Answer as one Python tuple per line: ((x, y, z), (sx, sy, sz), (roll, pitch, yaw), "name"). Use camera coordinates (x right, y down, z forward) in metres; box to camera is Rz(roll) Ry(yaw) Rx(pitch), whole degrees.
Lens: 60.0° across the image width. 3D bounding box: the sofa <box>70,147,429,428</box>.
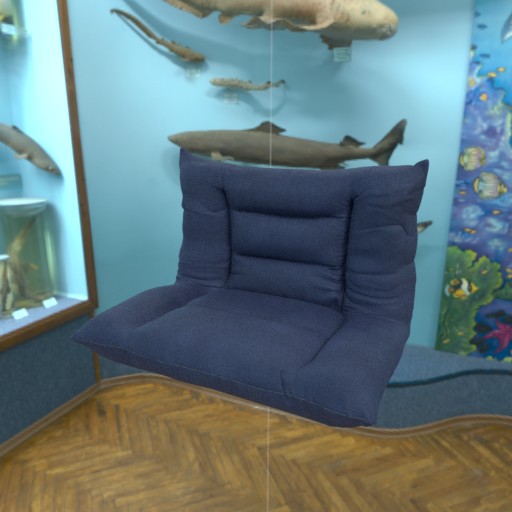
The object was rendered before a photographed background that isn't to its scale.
((0.000, 0.000, 1.685), (1.122, 0.778, 0.849), (8, 17, 26), "sofa")
